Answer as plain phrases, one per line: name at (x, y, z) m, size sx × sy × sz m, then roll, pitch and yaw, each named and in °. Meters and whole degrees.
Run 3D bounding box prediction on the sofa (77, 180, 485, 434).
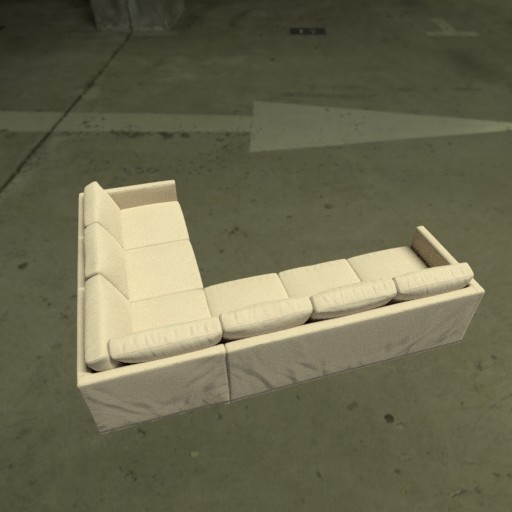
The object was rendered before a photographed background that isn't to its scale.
sofa at (0.000, 0.000, 4.281) m, size 3.182 × 0.871 × 2.432 m, roll -11°, pitch 42°, yaw -12°
